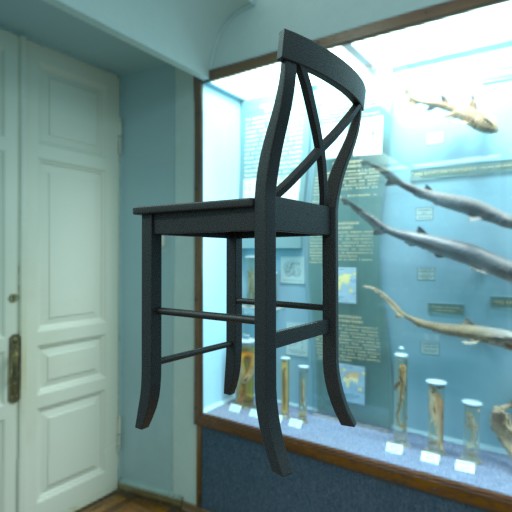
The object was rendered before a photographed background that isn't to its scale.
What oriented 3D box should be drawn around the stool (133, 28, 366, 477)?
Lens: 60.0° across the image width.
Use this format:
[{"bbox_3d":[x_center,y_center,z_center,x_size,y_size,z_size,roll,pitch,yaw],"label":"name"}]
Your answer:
[{"bbox_3d":[0.000,0.000,1.279,0.559,0.989,0.452,0,0,36],"label":"stool"}]
